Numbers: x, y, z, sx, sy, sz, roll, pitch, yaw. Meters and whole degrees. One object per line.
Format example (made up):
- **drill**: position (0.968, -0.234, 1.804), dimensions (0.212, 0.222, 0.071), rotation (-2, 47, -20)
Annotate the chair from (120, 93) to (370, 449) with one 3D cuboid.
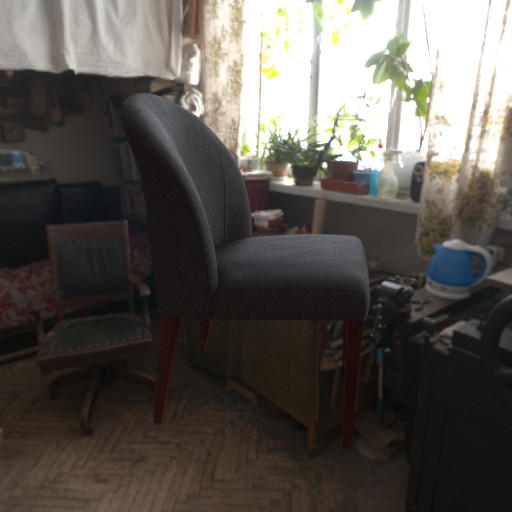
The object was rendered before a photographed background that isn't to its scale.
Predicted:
- **chair**: position (0.000, 0.000, 1.265), dimensions (0.619, 0.879, 0.506), rotation (3, 17, 10)
